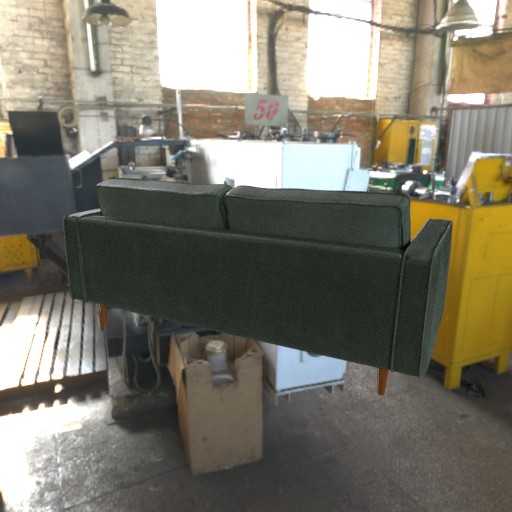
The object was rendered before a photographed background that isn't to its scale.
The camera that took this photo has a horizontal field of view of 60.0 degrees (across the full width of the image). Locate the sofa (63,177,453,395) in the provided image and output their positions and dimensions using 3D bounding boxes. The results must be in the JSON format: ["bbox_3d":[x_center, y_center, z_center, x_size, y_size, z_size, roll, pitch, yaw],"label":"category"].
[{"bbox_3d":[0.000,0.000,2.292,1.816,0.781,0.886,8,17,26],"label":"sofa"}]
